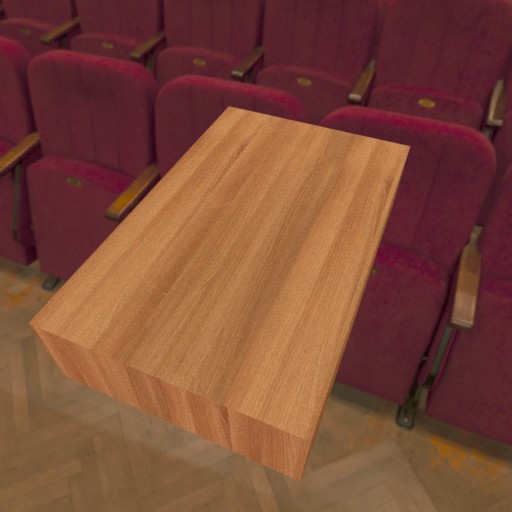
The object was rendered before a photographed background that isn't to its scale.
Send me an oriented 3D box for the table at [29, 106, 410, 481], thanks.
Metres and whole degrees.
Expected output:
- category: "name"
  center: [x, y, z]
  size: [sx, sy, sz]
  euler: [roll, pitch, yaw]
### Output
- category: "table"
  center: [0.000, 0.000, 1.418]
  size: [0.700, 0.330, 1.100]
  euler: [17, 50, 15]
